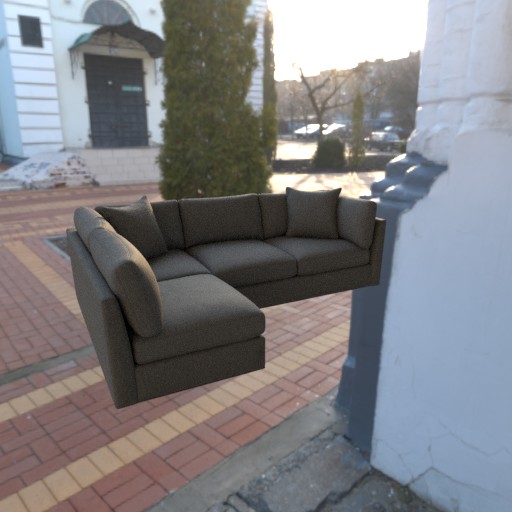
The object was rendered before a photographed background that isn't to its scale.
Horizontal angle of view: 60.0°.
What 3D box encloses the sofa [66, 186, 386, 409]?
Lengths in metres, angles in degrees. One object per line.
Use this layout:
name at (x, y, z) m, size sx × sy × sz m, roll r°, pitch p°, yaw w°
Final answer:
sofa at (0.000, 0.000, 3.897) m, size 2.896 × 0.978 × 1.994 m, roll -8°, pitch 18°, yaw -26°
